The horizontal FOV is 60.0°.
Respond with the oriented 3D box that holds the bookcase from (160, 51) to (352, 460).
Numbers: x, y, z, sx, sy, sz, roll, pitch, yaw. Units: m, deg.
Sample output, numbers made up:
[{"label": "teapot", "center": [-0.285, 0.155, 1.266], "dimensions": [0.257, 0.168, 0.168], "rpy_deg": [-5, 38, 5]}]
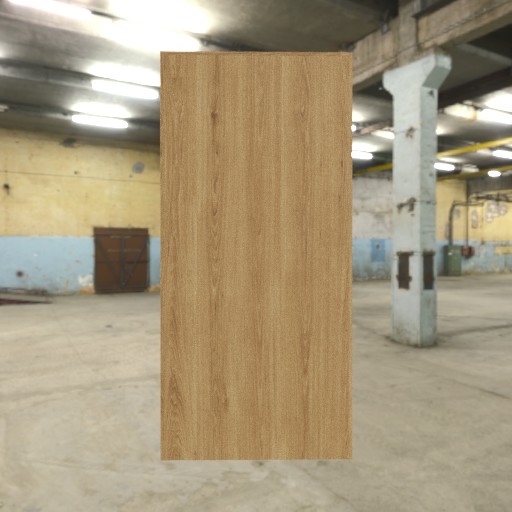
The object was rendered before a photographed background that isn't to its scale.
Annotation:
[{"label": "bookcase", "center": [0.000, 0.000, 2.403], "dimensions": [0.950, 2.020, 0.420], "rpy_deg": [0, 0, -1]}]
